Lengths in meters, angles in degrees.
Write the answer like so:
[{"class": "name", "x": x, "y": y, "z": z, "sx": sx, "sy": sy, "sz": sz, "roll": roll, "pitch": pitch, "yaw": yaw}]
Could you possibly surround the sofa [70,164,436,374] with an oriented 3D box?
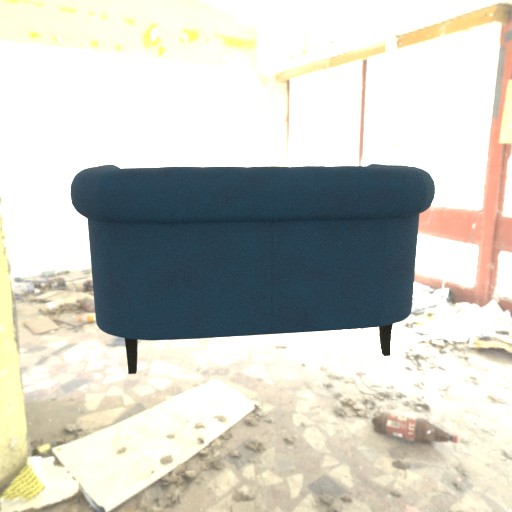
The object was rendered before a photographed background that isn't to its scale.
[{"class": "sofa", "x": 0.000, "y": 0.000, "z": 2.044, "sx": 1.558, "sy": 0.827, "sz": 0.835, "roll": -2, "pitch": 13, "yaw": -8}]
